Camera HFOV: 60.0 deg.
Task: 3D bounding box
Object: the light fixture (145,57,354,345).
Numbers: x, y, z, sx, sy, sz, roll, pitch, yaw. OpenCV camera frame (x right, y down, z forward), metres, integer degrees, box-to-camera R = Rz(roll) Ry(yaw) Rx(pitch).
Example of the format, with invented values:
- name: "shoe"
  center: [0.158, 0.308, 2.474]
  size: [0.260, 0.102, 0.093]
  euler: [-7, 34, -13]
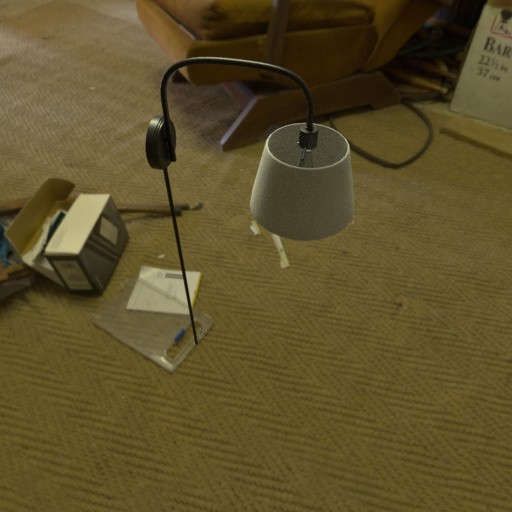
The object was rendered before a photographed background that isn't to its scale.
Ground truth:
- name: "light fixture"
  center: [0.000, 0.000, 0.457]
  size: [0.176, 0.399, 0.092]
  euler: [10, 48, 9]
